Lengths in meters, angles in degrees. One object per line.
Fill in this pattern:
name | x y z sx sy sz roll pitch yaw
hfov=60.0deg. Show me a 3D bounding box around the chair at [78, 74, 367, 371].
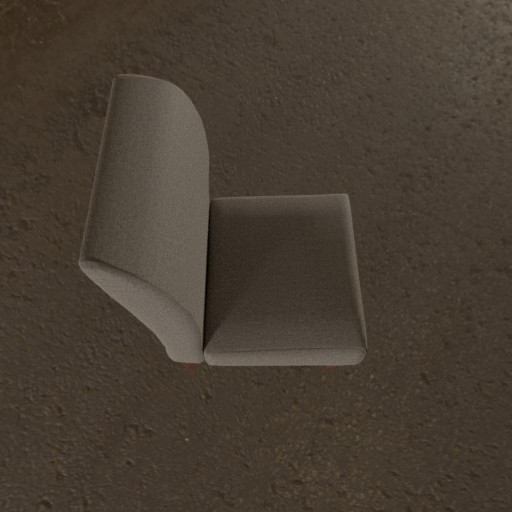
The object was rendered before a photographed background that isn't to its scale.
chair | 0.000 0.000 1.167 0.592 0.804 0.513 -2 63 -1
